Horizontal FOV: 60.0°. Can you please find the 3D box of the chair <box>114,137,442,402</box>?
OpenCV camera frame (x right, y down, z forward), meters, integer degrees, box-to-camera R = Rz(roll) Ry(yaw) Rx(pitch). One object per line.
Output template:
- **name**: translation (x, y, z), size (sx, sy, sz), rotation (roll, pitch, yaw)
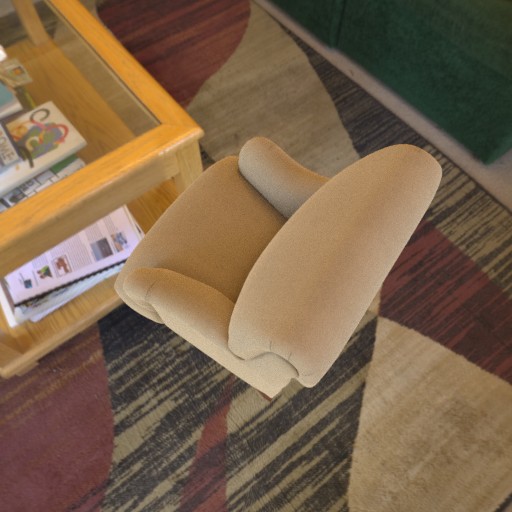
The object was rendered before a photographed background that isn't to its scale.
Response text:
- **chair**: translation (0.000, 0.000, 1.596), size (0.842, 0.942, 0.766), rotation (31, 67, 15)
